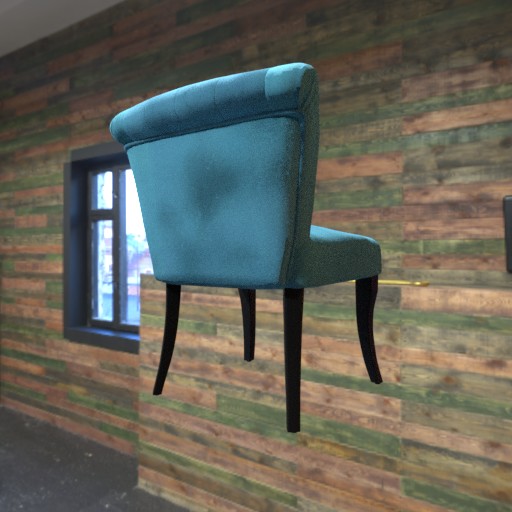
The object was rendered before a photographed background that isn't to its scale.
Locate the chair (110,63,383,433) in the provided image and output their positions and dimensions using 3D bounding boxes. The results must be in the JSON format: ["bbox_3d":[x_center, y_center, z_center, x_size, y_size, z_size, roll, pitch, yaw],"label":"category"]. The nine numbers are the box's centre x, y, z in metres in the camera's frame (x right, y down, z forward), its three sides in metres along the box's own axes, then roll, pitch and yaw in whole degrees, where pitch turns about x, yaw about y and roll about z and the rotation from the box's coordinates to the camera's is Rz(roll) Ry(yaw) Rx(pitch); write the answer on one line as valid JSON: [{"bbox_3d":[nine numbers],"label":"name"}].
[{"bbox_3d":[0.000,0.000,1.193,0.582,0.750,0.605,0,0,35],"label":"chair"}]
